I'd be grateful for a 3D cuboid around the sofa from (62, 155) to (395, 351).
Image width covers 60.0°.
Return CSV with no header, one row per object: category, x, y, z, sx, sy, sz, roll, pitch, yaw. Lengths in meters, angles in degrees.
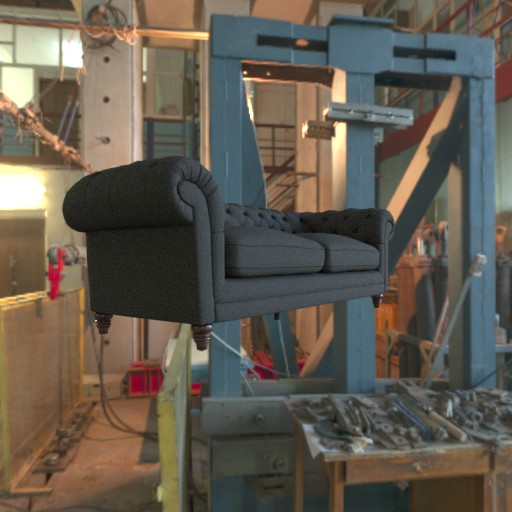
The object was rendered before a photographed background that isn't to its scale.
sofa,0.000,0.000,2.743,0.991,0.762,2.362,0,-1,36
